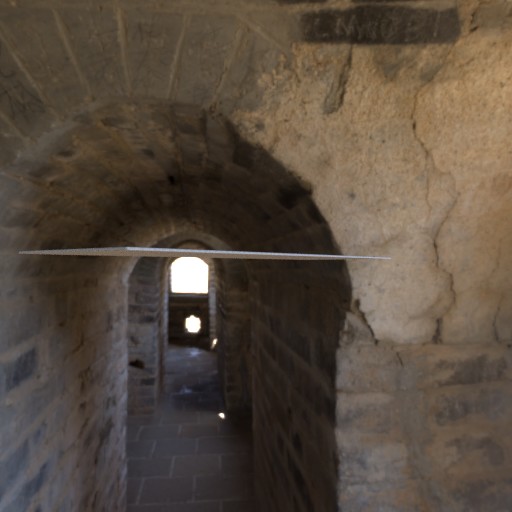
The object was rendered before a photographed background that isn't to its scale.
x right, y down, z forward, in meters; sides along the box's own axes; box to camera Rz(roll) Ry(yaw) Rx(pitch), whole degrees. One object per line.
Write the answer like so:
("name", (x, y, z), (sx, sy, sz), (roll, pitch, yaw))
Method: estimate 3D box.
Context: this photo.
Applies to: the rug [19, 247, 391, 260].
("rug", (0.000, 0.000, 2.671), (0.759, 0.012, 2.430), (-1, -2, 37))
